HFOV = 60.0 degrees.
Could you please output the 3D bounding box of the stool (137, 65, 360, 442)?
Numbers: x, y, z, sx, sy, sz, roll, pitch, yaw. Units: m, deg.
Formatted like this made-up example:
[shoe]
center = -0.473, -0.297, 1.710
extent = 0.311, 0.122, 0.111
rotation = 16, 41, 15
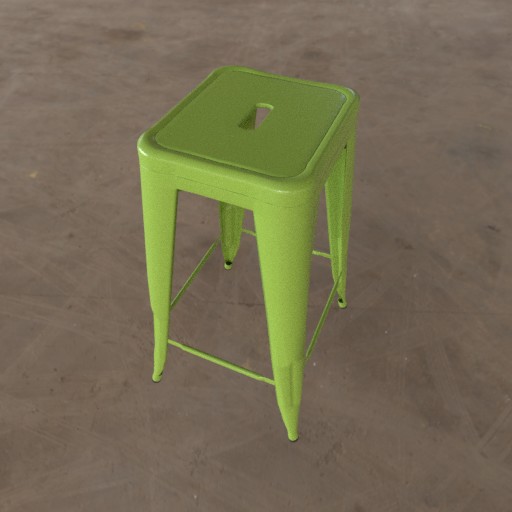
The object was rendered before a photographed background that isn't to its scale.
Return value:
[stool]
center = 0.000, 0.000, 0.871
extent = 0.358, 0.609, 0.398
rotation = 18, 50, 16
